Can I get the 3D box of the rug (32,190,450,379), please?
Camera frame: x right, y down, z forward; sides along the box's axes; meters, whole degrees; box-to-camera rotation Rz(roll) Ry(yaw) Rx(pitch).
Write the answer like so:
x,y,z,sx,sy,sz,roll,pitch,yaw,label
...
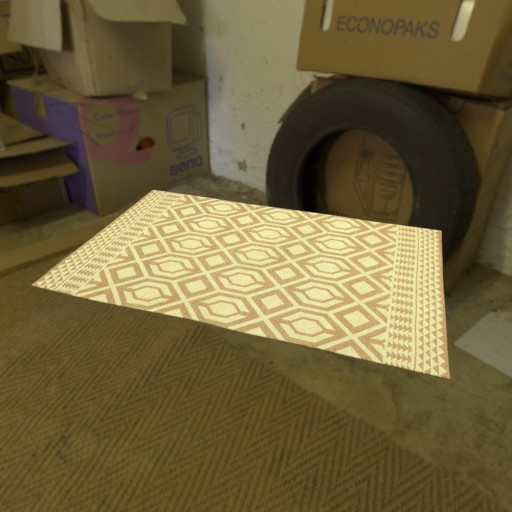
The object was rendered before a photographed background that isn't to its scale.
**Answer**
x,y,z,sx,sy,sz,roll,pitch,yaw,label
0.000,0.000,3.032,2.435,0.011,1.526,10,34,15,rug
